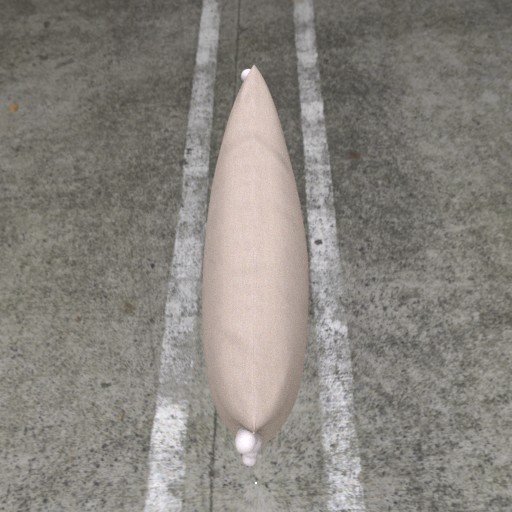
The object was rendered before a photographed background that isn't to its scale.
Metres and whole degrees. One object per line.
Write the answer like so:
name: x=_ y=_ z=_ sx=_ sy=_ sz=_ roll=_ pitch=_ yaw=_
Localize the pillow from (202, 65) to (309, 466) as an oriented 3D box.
pillow: x=0.000 y=0.000 z=0.836 sx=0.201 sy=0.322 sz=0.709 roll=0 pitch=63 yaw=0
